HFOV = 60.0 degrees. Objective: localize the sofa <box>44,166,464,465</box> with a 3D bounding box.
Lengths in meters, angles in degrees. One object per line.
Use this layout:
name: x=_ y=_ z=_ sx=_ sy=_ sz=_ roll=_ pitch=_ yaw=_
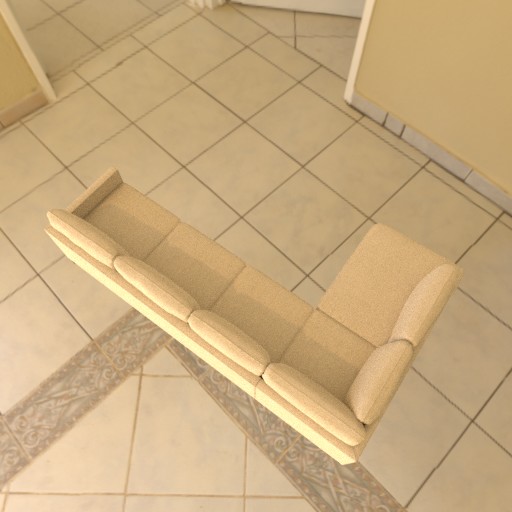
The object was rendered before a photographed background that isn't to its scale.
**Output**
sofa: x=0.000 y=0.000 z=4.236 sx=3.384 sy=0.996 sz=2.048 roll=33 pitch=68 yaw=15
